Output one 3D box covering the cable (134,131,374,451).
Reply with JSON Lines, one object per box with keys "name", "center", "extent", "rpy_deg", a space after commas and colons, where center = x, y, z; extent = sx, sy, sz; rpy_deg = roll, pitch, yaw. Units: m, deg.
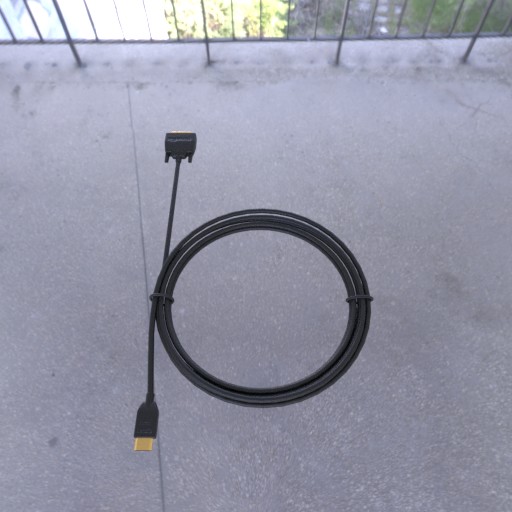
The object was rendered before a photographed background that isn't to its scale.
{"name": "cable", "center": [0.000, 0.000, 0.518], "extent": [0.257, 0.030, 0.422], "rpy_deg": [0, 58, 0]}
